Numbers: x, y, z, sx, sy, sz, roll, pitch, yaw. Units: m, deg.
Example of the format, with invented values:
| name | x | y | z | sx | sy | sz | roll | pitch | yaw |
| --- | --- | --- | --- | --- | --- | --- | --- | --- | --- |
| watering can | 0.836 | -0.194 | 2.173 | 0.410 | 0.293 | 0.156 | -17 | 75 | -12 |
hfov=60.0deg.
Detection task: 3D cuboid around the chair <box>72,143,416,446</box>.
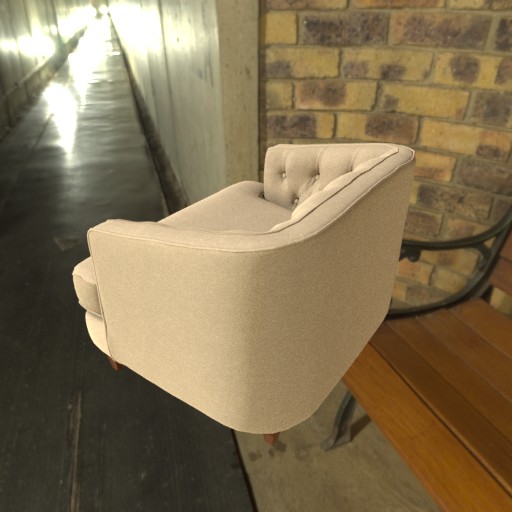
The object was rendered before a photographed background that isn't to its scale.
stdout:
| name | x | y | z | sx | sy | sz | roll | pitch | yaw |
| --- | --- | --- | --- | --- | --- | --- | --- | --- | --- |
| chair | 0.000 | 0.000 | 1.760 | 0.941 | 0.852 | 1.104 | 21 | 37 | 30 |
